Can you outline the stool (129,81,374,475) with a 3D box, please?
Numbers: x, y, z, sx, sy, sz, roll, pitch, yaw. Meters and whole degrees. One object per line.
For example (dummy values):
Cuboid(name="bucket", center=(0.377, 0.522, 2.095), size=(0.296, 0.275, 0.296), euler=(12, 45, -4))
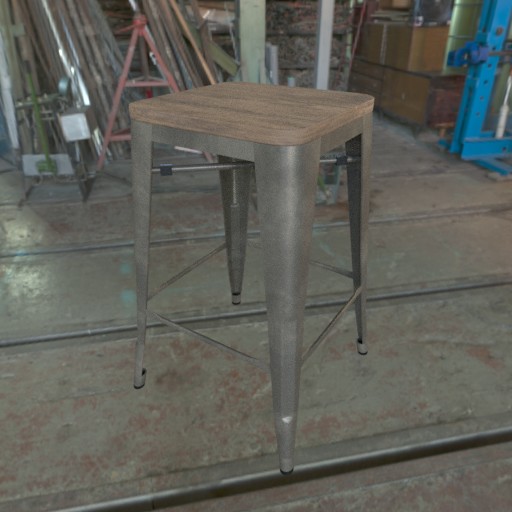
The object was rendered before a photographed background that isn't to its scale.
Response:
Cuboid(name="stool", center=(0.000, 0.000, 0.900), size=(0.407, 0.607, 0.407), euler=(18, 34, 28))
